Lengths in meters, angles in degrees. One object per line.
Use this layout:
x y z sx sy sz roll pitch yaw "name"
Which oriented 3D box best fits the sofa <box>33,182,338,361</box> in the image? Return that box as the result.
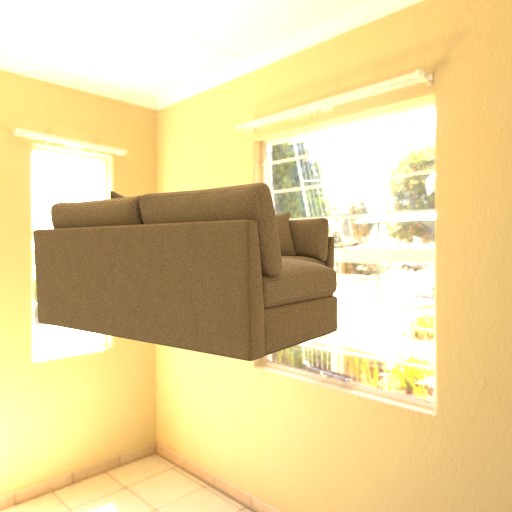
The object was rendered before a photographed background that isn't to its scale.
0.000 0.000 3.867 1.994 0.978 2.896 1 1 35 "sofa"
